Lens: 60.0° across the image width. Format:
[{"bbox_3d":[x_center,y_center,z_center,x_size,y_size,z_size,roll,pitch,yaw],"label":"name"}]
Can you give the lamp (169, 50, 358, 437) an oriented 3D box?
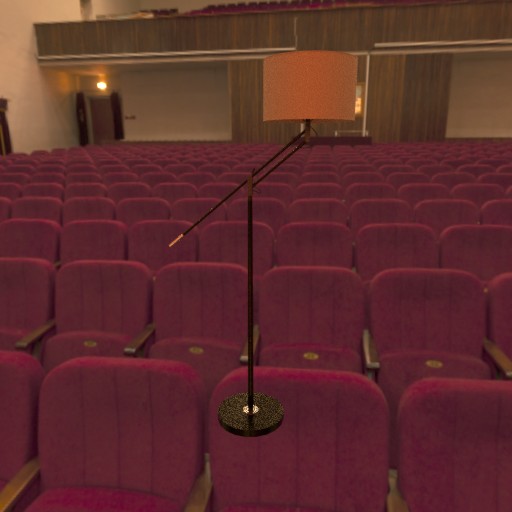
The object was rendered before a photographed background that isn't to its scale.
[{"bbox_3d":[0.000,0.000,1.993,0.809,1.635,0.373,2,14,8],"label":"lamp"}]
